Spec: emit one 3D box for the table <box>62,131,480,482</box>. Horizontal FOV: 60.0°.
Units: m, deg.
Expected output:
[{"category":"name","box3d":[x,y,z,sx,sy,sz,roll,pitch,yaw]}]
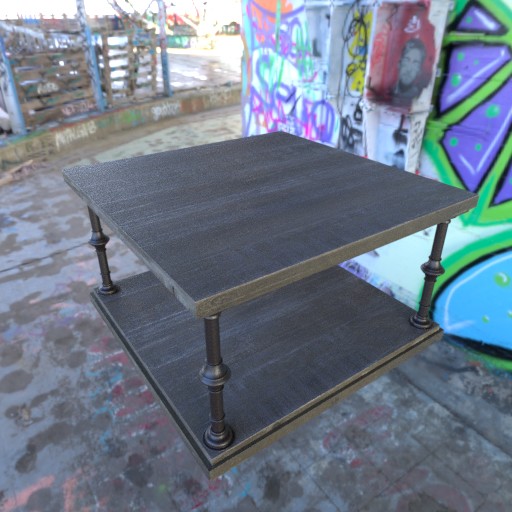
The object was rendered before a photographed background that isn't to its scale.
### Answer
[{"category":"table","box3d":[0.000,0.000,1.132,0.696,0.400,0.696,-19,35,-30]}]
